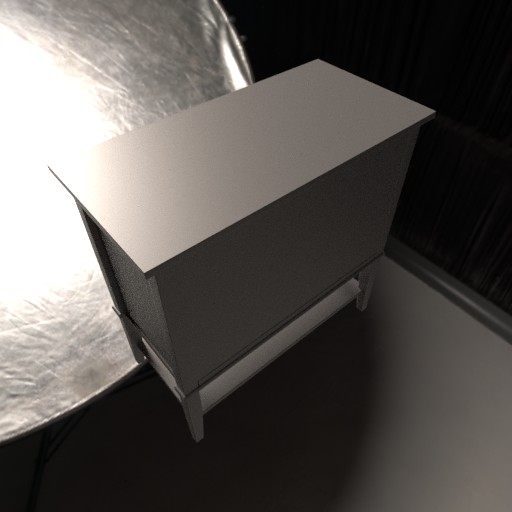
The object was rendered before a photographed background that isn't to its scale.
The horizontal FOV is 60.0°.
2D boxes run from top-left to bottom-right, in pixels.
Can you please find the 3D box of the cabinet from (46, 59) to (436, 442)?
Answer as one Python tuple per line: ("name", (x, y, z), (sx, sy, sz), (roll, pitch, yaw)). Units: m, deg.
("cabinet", (0.000, 0.000, 1.271), (0.801, 0.780, 0.396), (-32, 54, -26))
